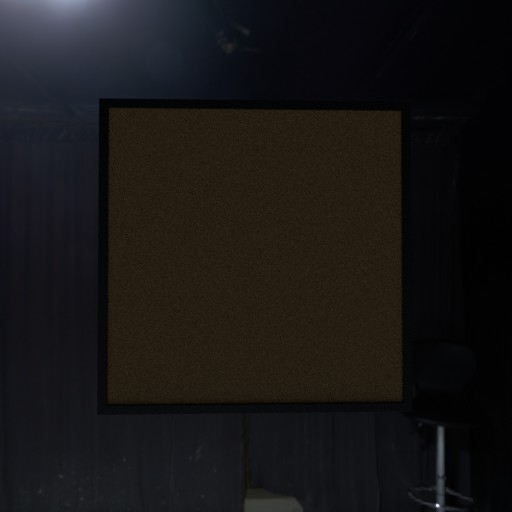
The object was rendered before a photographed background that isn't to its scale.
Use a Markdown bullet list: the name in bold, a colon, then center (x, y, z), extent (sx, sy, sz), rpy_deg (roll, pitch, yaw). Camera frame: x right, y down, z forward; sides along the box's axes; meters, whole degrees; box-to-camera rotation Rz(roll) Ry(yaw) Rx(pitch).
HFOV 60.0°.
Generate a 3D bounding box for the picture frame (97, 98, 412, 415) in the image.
- **picture frame**: center (0.000, 0.000, 0.464), extent (0.317, 0.317, 0.030), rpy_deg (0, -1, -2)
